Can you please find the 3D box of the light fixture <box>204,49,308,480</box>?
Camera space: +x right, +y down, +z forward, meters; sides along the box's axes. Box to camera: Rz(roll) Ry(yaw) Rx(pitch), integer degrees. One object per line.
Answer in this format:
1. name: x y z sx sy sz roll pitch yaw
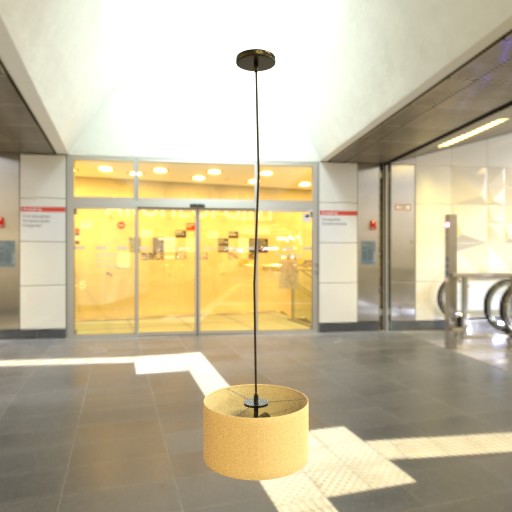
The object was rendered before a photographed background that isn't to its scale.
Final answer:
1. light fixture: 0.000 0.000 1.695 0.399 1.516 0.399 0 0 0
